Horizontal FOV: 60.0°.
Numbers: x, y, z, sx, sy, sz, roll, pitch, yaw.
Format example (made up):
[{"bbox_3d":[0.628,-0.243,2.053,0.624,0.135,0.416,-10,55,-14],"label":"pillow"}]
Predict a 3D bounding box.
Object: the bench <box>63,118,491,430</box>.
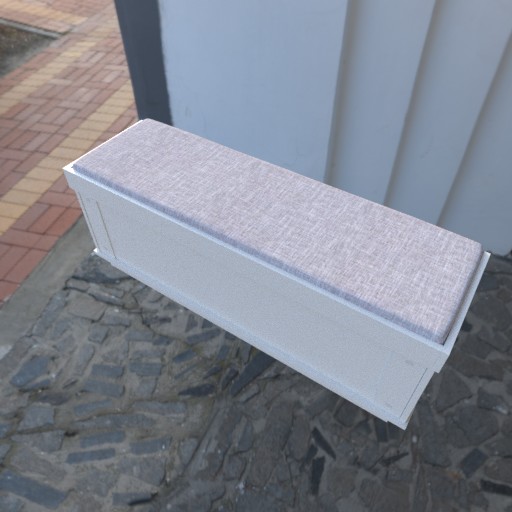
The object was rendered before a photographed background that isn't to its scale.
[{"bbox_3d":[0.000,0.000,1.397,1.196,0.453,0.363,26,51,22],"label":"bench"}]
